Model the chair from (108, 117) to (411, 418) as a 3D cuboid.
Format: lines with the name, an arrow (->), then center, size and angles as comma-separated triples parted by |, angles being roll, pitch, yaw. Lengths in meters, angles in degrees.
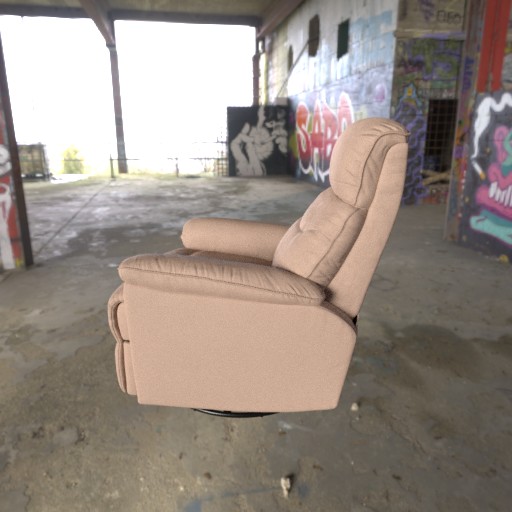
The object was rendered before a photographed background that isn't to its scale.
chair -> 0.000, 0.000, 1.743 | 1.004, 1.037, 0.820 | 2, 15, 9
